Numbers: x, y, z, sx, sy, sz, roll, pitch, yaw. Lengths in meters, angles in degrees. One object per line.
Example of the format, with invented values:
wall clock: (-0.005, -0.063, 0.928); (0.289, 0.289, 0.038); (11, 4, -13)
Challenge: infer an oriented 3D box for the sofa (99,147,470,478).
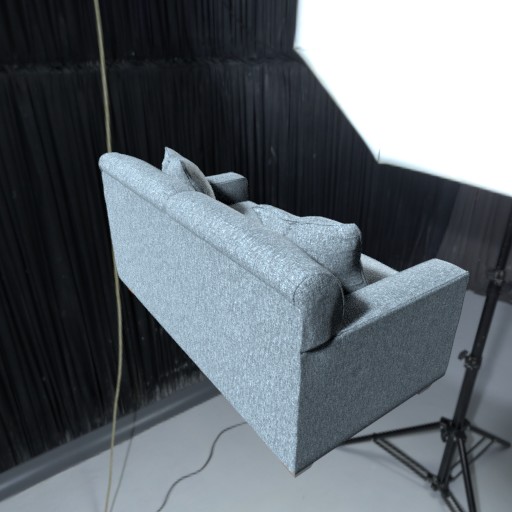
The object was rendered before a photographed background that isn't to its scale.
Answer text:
sofa: (0.000, 0.000, 2.361); (0.998, 0.958, 1.846); (-18, 32, -31)
